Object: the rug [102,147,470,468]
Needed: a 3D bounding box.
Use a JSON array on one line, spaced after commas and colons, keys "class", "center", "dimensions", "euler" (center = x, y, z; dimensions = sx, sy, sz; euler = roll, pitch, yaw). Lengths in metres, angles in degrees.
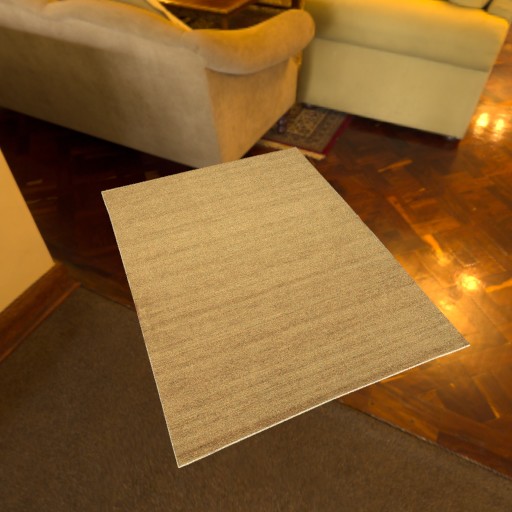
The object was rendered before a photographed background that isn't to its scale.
[{"class": "rug", "center": [0.000, 0.000, 4.266], "dimensions": [2.434, 0.045, 3.202], "euler": [-16, 48, -15]}]
